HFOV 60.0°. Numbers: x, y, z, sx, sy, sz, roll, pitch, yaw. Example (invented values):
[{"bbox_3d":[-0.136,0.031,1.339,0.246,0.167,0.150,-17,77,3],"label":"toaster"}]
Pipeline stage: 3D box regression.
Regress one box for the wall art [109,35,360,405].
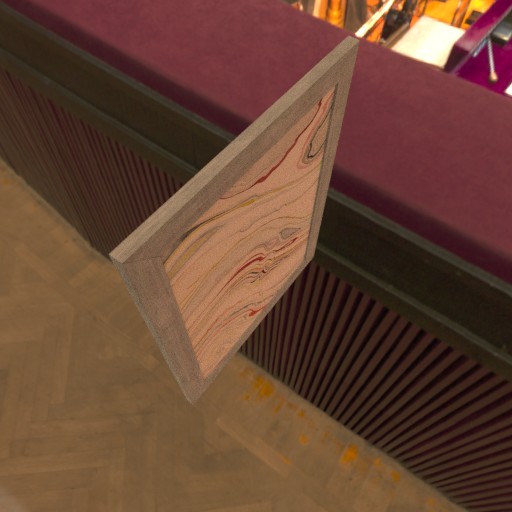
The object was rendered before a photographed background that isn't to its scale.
[{"bbox_3d":[0.000,0.000,0.819,0.020,0.613,0.481,33,64,18],"label":"wall art"}]
